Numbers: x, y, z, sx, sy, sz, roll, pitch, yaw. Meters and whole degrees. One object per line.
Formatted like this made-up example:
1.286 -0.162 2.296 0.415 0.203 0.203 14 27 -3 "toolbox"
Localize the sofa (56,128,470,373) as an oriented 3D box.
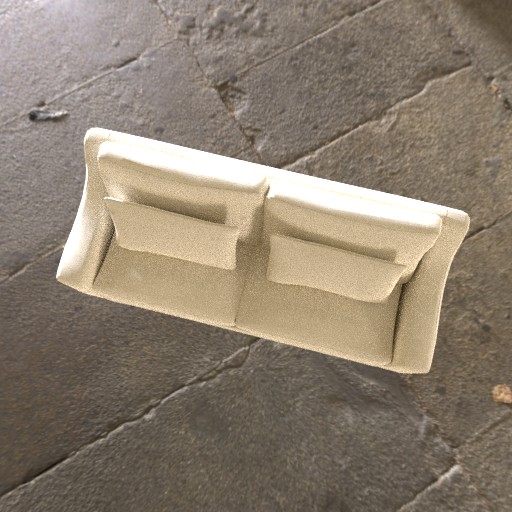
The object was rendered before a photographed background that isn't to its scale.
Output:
0.000 0.000 2.992 2.470 1.022 1.009 14 76 3 "sofa"
